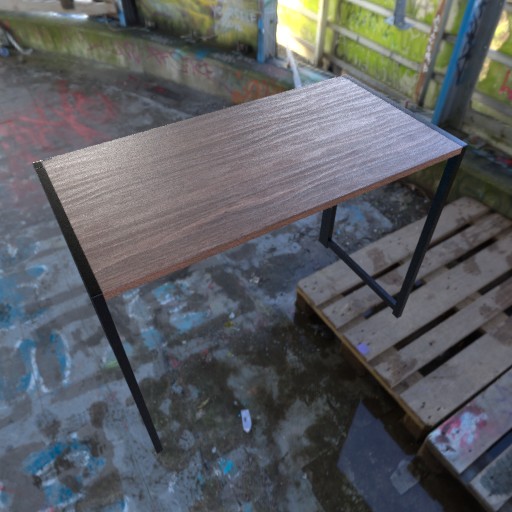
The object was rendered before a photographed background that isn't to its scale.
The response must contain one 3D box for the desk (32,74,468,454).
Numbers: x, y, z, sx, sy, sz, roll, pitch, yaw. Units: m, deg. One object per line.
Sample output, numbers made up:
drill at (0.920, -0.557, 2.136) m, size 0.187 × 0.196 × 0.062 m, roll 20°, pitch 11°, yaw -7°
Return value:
desk at (0.000, 0.000, 1.420) m, size 1.016 × 0.762 × 0.508 m, roll -23°, pitch 50°, yaw -21°
